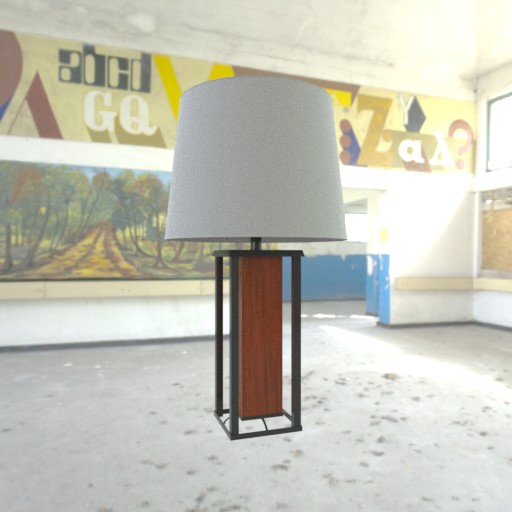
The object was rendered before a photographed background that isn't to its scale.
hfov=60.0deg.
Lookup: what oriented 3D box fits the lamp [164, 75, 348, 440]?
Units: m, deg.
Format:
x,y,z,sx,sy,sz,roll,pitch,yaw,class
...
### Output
x,y,z,sx,sy,sz,roll,pitch,yaw,class
0.000,0.000,0.785,0.320,0.591,0.320,0,0,0,lamp
